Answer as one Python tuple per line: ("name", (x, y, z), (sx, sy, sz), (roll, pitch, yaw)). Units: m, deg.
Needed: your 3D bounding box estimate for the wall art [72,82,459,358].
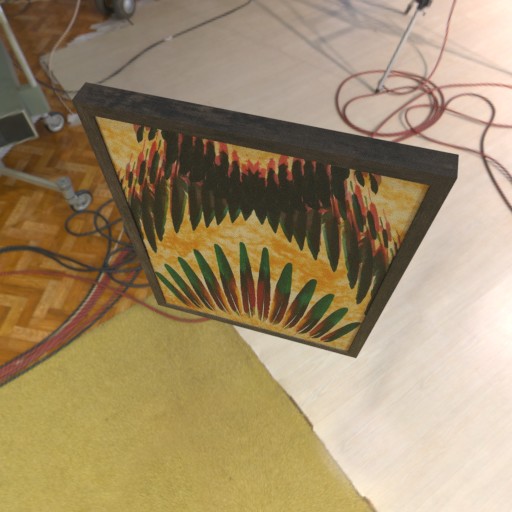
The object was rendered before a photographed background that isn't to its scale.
("wall art", (0.000, 0.000, 0.542), (0.329, 0.406, 0.027), (14, 59, 8))
